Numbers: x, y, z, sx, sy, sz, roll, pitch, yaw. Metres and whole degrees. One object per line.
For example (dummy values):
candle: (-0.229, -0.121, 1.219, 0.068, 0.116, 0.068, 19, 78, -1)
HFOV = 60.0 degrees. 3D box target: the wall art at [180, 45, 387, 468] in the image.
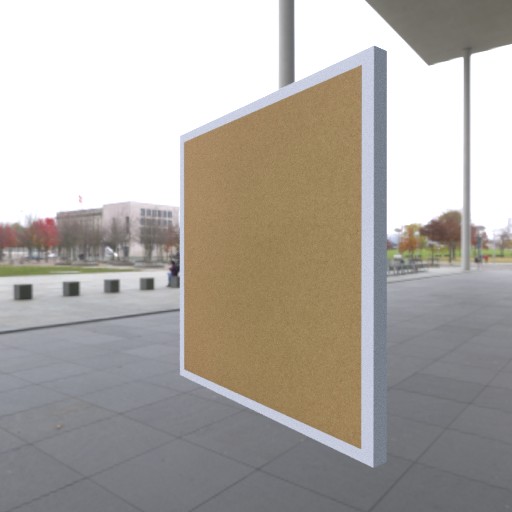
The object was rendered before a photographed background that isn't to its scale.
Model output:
wall art: (0.000, 0.000, 1.115, 0.038, 0.761, 0.763, 0, 0, -37)
